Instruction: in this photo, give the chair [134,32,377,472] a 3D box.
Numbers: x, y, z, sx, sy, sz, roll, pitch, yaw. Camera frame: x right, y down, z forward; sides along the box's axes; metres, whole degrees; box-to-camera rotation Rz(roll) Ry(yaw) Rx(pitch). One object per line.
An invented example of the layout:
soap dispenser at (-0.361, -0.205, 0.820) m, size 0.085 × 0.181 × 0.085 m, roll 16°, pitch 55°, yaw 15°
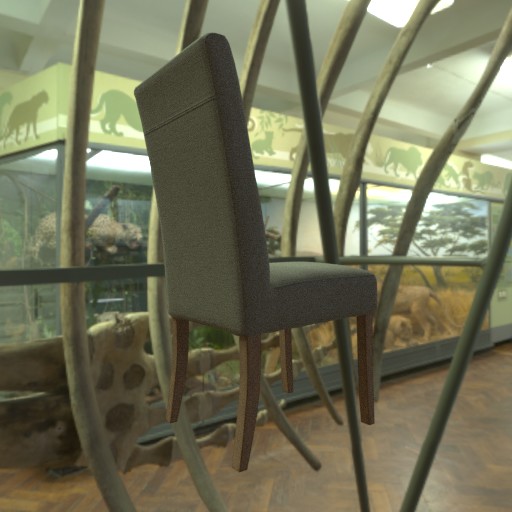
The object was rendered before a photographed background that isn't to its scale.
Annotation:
chair at (0.000, 0.000, 1.344) m, size 0.611 × 1.033 × 0.450 m, roll -1°, pitch 1°, yaw -37°
